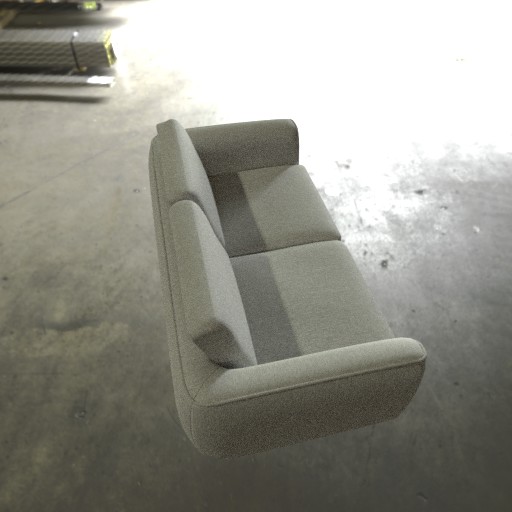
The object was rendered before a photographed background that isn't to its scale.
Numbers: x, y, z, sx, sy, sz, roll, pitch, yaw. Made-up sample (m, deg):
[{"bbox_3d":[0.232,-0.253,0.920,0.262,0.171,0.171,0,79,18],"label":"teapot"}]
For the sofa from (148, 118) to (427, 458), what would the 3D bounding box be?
[{"bbox_3d":[0.000,0.000,2.153,0.920,0.850,1.700,-10,47,-9],"label":"sofa"}]
